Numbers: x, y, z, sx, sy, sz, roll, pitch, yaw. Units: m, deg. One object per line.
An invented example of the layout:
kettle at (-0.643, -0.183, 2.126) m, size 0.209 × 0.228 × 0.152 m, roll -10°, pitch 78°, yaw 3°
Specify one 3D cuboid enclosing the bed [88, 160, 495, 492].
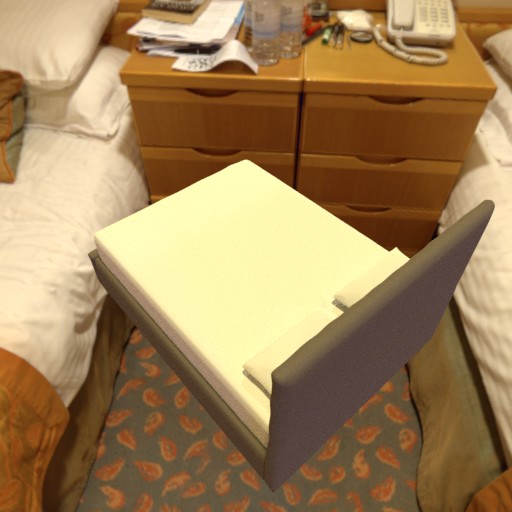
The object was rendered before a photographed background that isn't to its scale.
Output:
bed at (0.000, 0.000, 3.182) m, size 1.696 × 1.426 × 2.233 m, roll -32°, pitch 54°, yaw -27°
